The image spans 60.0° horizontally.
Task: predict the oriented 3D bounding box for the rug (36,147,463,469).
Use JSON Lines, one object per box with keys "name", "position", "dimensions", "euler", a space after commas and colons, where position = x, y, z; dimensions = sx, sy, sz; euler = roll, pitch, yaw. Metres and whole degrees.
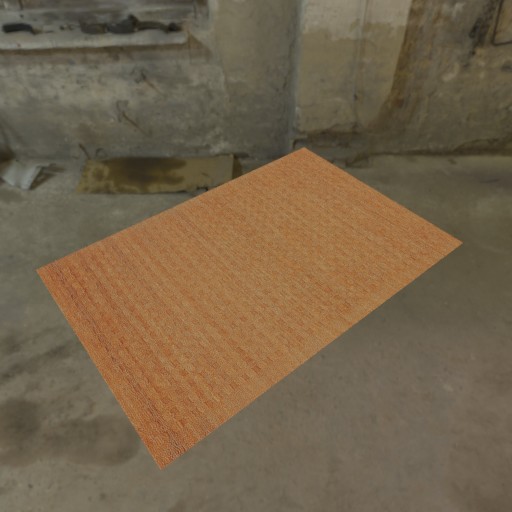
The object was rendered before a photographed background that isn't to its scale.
{"name": "rug", "position": [0.000, 0.000, 2.847], "dimensions": [2.285, 0.006, 1.524], "euler": [-30, 52, -26]}
